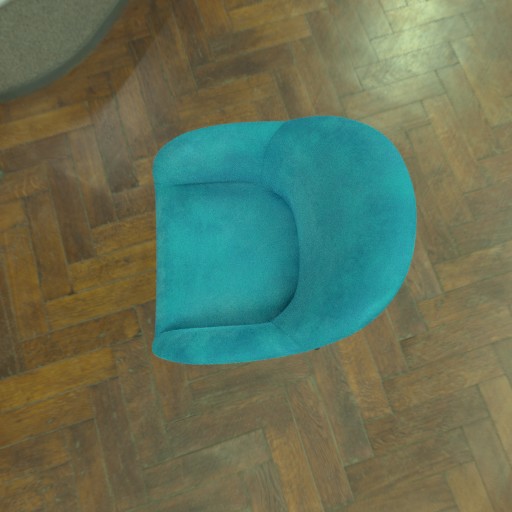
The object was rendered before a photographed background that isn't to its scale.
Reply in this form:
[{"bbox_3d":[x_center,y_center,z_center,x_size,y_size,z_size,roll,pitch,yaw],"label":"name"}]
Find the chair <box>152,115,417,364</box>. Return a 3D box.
[{"bbox_3d":[0.000,0.000,1.182,0.590,0.795,0.550,-3,76,-1],"label":"chair"}]
